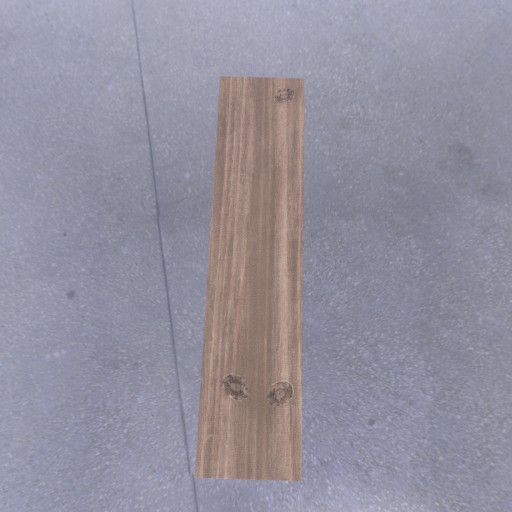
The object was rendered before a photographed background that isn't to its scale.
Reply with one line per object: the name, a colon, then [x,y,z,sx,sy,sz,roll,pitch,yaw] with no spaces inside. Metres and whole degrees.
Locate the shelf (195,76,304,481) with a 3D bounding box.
shelf: [0.000,0.000,0.667,0.140,0.020,0.610,2,75,0]
